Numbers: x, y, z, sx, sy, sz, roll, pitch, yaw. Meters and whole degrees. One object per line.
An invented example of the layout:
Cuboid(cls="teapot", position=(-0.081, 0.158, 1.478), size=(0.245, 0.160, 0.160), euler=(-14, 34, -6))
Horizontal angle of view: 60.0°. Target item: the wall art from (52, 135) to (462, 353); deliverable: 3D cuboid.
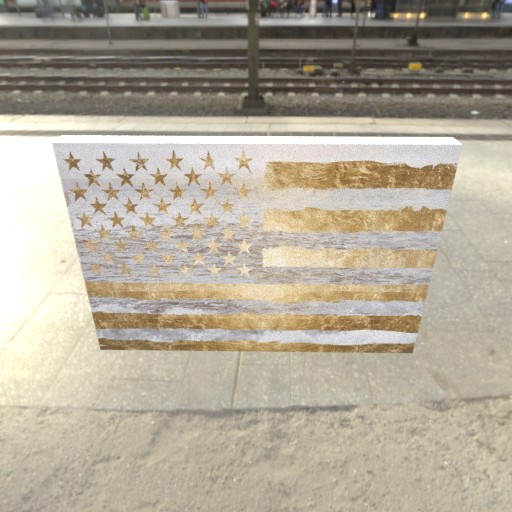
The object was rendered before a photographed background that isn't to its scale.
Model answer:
Cuboid(cls="wall art", position=(0.000, 0.000, 0.773), size=(0.606, 0.407, 0.041), euler=(0, 30, 1))
